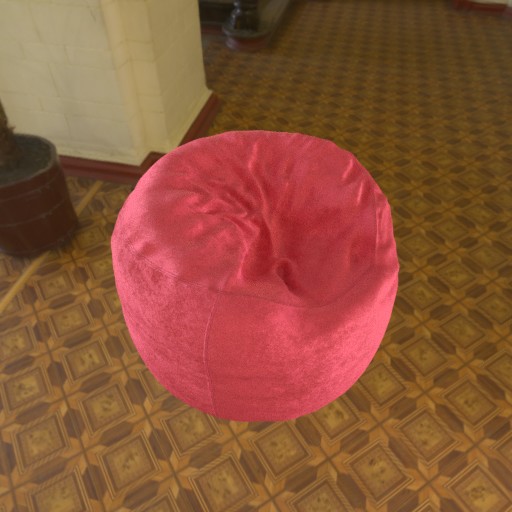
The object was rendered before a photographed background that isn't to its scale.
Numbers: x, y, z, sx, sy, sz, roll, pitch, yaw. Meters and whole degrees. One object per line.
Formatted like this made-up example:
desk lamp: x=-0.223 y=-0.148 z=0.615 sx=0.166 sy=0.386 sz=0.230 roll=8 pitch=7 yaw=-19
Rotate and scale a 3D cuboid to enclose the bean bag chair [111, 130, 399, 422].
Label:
bean bag chair: x=0.000 y=0.000 z=1.944 sx=1.218 sy=0.788 sz=1.218 roll=0 pitch=46 yaw=0
